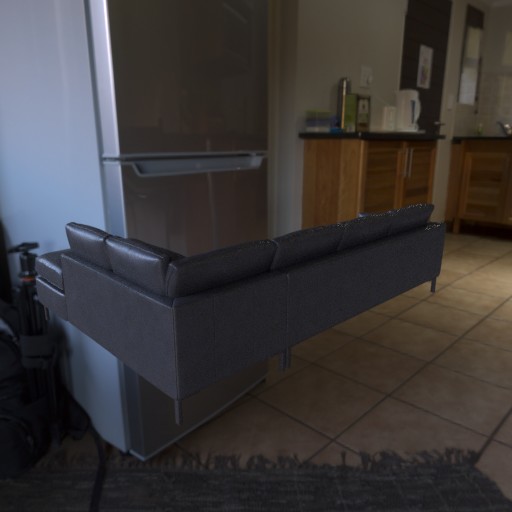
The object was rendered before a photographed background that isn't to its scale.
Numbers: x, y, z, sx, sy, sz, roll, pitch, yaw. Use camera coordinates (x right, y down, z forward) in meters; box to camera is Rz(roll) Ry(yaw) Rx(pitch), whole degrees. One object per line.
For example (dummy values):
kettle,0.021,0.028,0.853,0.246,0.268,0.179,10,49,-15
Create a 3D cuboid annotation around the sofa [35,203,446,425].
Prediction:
sofa,0.000,0.000,3.786,2.984,0.877,1.938,-14,21,-42
